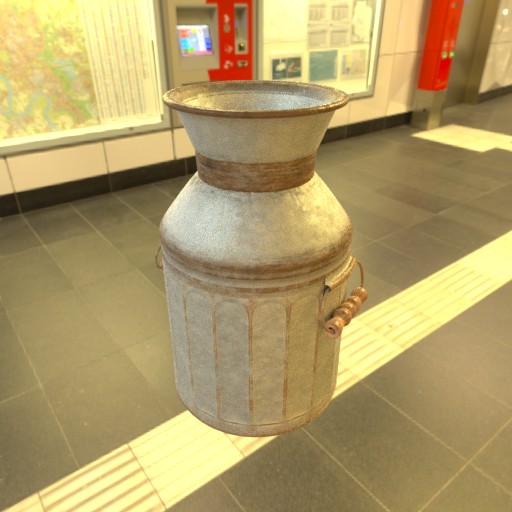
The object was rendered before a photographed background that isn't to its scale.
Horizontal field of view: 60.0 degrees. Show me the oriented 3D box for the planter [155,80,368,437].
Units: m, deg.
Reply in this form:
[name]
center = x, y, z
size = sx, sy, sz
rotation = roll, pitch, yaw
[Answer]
[planter]
center = 0.000, 0.000, 0.511
size = 0.248, 0.358, 0.215
rotation = 18, 34, 28
